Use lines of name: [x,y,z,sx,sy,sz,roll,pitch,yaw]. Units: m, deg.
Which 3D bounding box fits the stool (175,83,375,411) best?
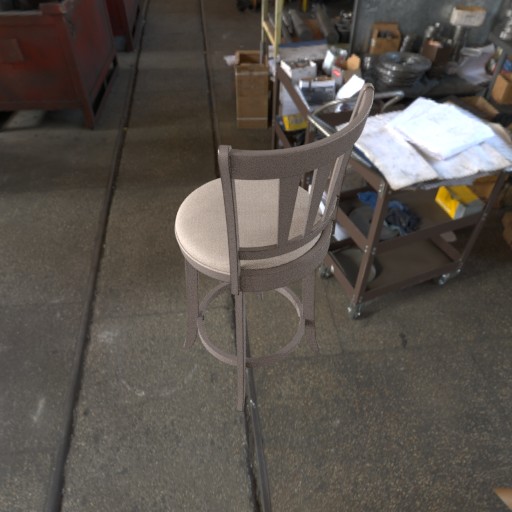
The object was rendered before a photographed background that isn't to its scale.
stool: [0.000,0.000,1.323,0.436,1.023,0.475,-31,52,-28]
